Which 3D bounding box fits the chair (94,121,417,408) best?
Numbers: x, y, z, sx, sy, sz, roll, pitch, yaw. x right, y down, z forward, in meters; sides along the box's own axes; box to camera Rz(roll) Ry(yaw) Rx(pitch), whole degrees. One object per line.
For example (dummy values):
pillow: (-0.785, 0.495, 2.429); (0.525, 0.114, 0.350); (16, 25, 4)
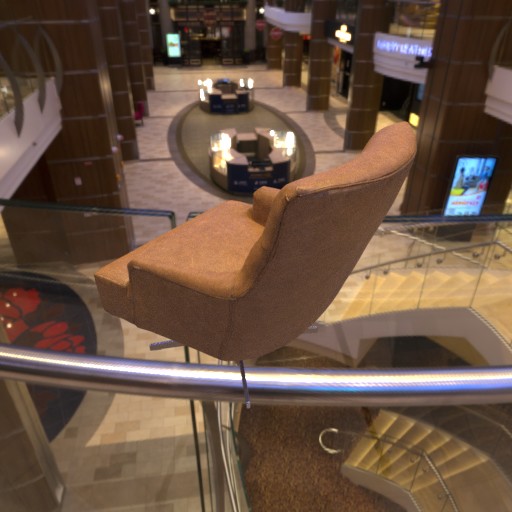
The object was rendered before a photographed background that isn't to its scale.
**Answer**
chair: (0.000, 0.000, 1.492); (0.874, 0.869, 0.729); (21, 37, 30)
